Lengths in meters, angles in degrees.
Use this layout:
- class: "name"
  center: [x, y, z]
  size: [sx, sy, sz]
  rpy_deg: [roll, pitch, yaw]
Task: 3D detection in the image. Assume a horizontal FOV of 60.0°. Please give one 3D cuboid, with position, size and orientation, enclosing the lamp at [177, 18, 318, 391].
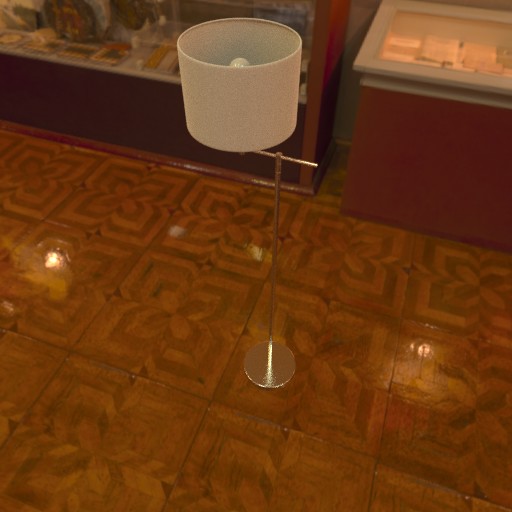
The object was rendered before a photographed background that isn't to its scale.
- class: "lamp"
  center: [0.000, 0.000, 1.722]
  size: [0.416, 1.600, 0.324]
  rpy_deg: [16, 49, 15]
